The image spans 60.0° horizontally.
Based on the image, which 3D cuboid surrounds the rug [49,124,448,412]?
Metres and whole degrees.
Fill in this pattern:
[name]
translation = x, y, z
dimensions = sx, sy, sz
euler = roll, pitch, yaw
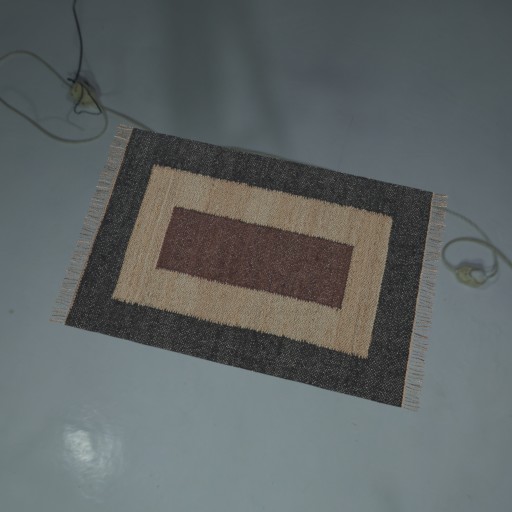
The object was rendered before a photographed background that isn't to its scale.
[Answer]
[rug]
translation = 0.000, 0.000, 2.475
dimensions = 2.021, 0.027, 1.224
euler = 13, 76, 3
